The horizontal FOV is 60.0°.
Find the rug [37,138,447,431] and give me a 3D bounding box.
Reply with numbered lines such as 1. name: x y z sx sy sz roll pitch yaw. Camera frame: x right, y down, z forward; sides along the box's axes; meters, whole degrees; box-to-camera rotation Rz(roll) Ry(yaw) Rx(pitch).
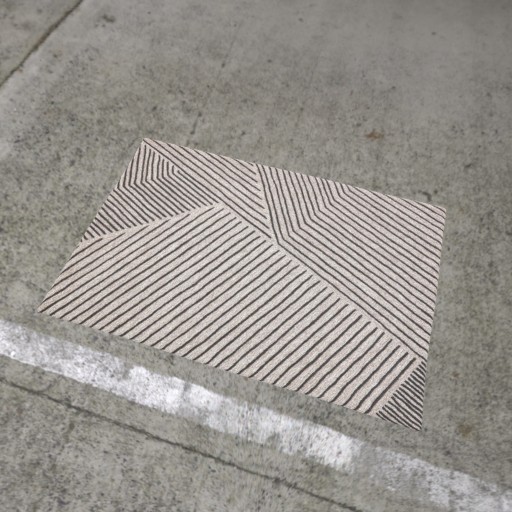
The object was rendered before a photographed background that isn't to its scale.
1. rug: 0.000 0.000 2.308 1.842 0.019 1.237 15 60 9
